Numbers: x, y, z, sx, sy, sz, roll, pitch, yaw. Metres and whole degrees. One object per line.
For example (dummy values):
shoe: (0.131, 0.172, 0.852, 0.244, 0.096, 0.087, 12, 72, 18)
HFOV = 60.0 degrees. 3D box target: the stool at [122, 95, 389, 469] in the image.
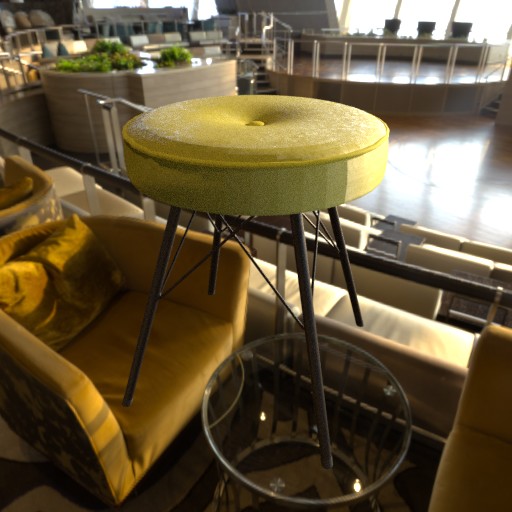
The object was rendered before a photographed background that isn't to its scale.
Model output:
stool: (0.000, 0.000, 0.812, 0.409, 0.508, 0.409, 10, 32, 17)
